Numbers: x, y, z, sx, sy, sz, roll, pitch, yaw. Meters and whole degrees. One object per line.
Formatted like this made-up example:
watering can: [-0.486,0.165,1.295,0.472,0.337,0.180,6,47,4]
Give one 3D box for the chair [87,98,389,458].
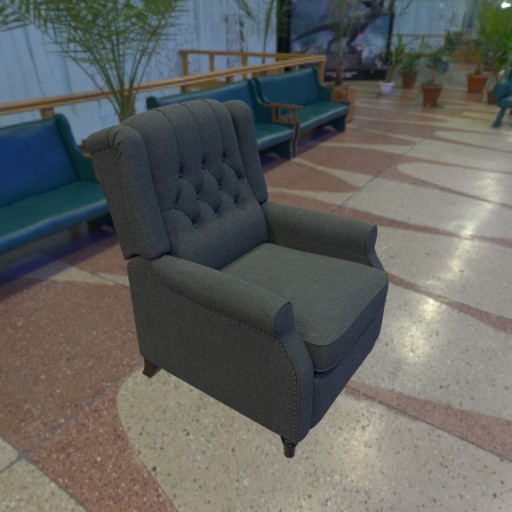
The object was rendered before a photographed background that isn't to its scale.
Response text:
chair: [0.000,0.000,1.652,0.898,1.035,0.742,19,33,31]
